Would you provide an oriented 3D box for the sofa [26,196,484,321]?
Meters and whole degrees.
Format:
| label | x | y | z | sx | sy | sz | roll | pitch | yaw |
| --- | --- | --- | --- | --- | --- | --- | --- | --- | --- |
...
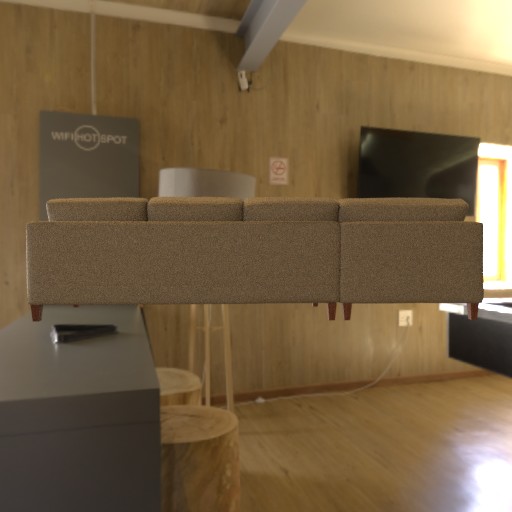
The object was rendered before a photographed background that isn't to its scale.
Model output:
| label | x | y | z | sx | sy | sz | roll | pitch | yaw |
| --- | --- | --- | --- | --- | --- | --- | --- | --- | --- |
| sofa | 0.000 | 0.000 | 3.781 | 3.201 | 0.876 | 1.502 | 0 | 1 | -1 |
